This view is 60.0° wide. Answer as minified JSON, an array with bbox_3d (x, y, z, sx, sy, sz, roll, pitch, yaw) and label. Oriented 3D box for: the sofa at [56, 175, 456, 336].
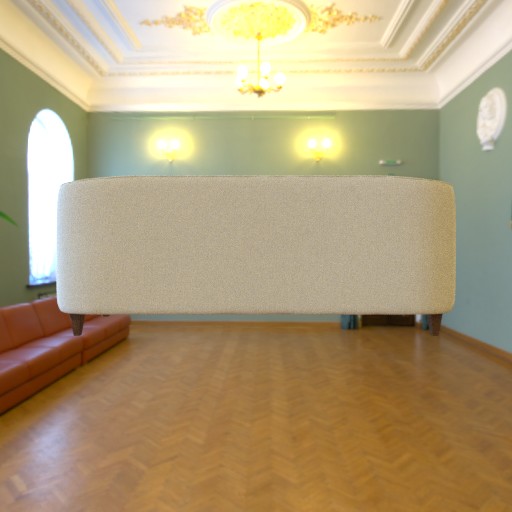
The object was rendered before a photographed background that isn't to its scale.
[{"bbox_3d":[0.000,0.000,2.759,2.278,0.855,0.941,0,1,0],"label":"sofa"}]
